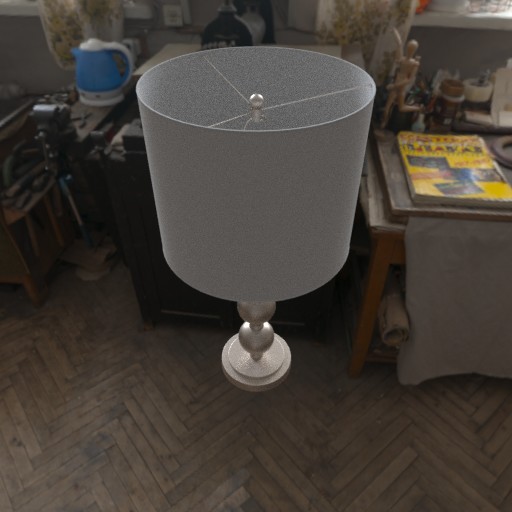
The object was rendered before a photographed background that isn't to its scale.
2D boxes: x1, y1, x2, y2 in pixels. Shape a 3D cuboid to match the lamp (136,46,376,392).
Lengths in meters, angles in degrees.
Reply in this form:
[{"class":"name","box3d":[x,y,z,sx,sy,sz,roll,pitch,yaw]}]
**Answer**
[{"class":"lamp","box3d":[0.000,0.000,0.691,0.277,0.538,0.277,-23,46,-25]}]
